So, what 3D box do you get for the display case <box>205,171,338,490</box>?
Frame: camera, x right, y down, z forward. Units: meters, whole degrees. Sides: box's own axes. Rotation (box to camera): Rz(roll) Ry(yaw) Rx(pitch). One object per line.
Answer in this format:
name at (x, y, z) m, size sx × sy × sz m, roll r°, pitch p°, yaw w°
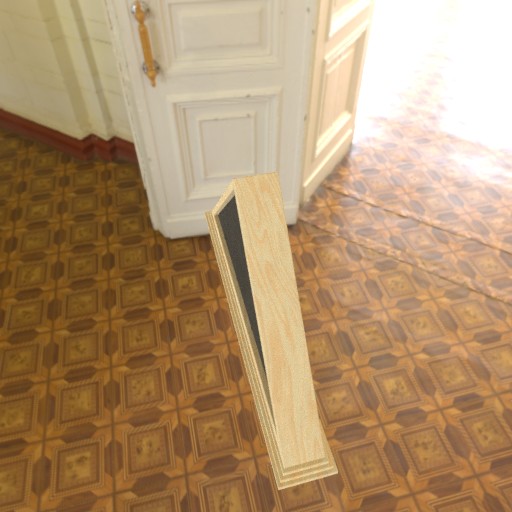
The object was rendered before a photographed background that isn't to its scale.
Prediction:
display case at (0.000, 0.000, 0.759) m, size 0.095 × 0.340 × 0.640 m, roll -11°, pitch 48°, yaw -10°
